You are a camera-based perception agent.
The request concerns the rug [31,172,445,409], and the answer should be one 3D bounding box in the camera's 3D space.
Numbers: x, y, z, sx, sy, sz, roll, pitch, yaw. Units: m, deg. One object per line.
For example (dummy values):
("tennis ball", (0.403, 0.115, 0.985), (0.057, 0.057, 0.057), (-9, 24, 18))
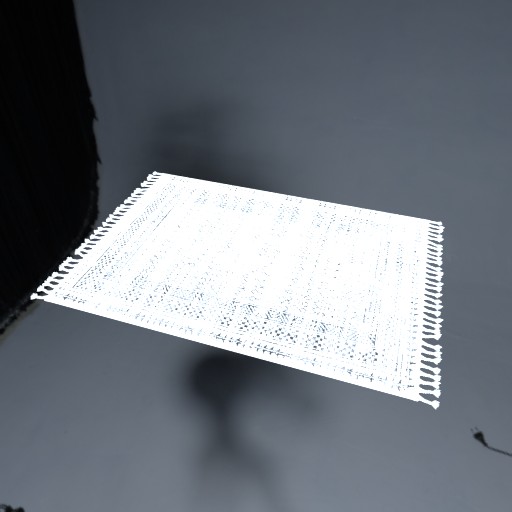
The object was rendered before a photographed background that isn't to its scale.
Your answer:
("rug", (0.000, 0.000, 2.318), (1.872, 0.013, 1.243), (12, 42, 14))
